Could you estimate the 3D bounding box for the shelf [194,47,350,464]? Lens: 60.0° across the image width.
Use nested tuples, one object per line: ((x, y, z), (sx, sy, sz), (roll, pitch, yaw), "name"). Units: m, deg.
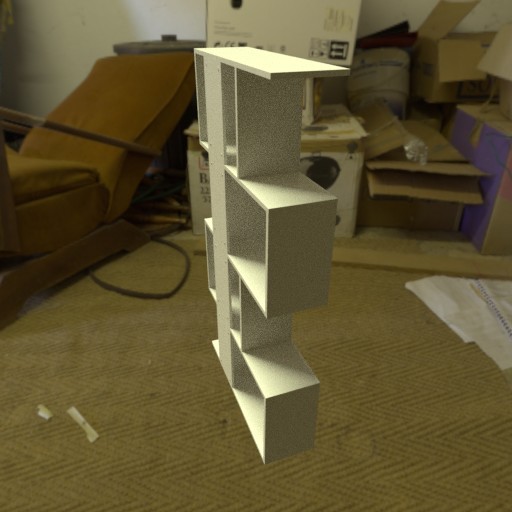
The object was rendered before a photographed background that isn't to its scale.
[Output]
((0.000, 0.000, 2.004), (0.250, 1.650, 0.890), (-10, 31, -18), "shelf")
